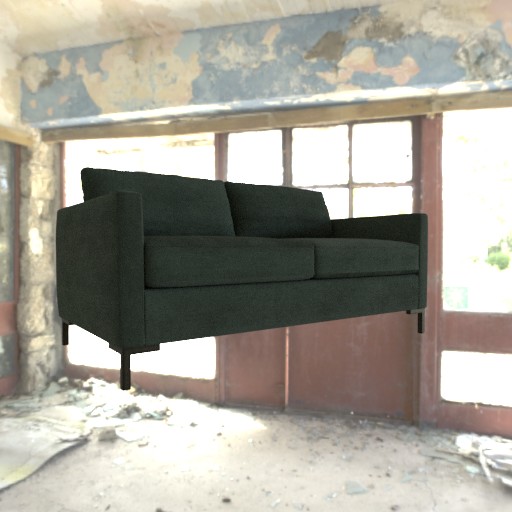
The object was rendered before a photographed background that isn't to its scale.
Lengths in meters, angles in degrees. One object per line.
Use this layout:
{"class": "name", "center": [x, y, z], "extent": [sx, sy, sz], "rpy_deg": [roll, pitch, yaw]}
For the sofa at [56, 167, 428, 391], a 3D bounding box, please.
{"class": "sofa", "center": [0.000, 0.000, 2.175], "extent": [1.676, 0.817, 0.875], "rpy_deg": [-1, 1, -36]}
